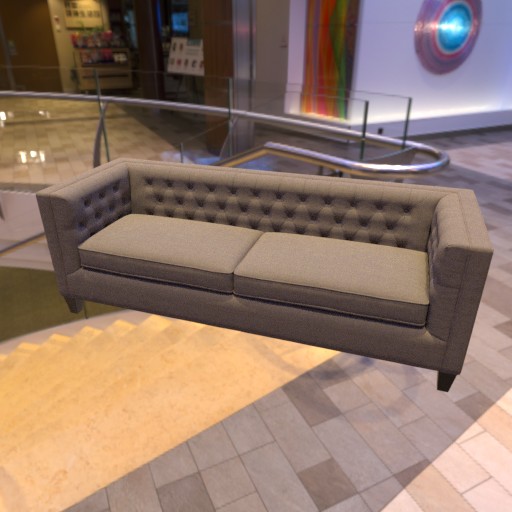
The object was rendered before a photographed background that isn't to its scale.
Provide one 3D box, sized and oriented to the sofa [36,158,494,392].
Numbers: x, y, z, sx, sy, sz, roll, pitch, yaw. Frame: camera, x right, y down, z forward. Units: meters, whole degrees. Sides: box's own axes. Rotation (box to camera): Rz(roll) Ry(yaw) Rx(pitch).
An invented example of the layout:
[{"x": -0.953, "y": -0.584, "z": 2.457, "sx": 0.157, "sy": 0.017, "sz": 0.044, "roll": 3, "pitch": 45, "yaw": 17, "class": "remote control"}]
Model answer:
[{"x": 0.000, "y": 0.000, "z": 2.476, "sx": 2.159, "sy": 0.762, "sz": 0.775, "roll": 8, "pitch": 28, "yaw": 16, "class": "sofa"}]
